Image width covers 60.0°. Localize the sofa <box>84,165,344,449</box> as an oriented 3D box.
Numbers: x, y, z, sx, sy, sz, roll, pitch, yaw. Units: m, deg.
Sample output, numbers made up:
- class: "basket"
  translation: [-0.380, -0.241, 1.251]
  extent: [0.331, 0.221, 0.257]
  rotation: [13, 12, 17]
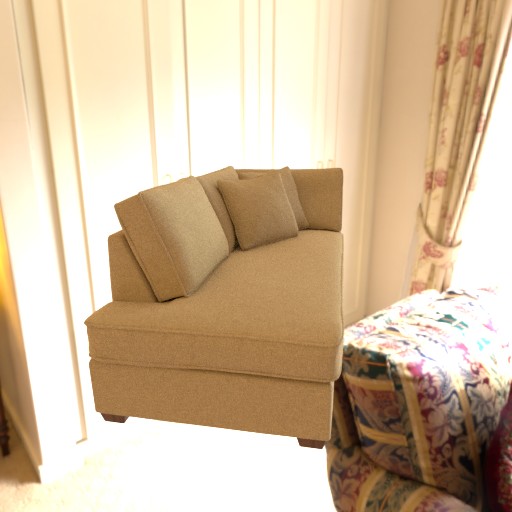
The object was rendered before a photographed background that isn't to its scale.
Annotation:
- class: "sofa"
  translation: [0.000, 0.000, 2.811]
  extent: [1.110, 1.033, 2.237]
  rotation: [3, 17, 11]
